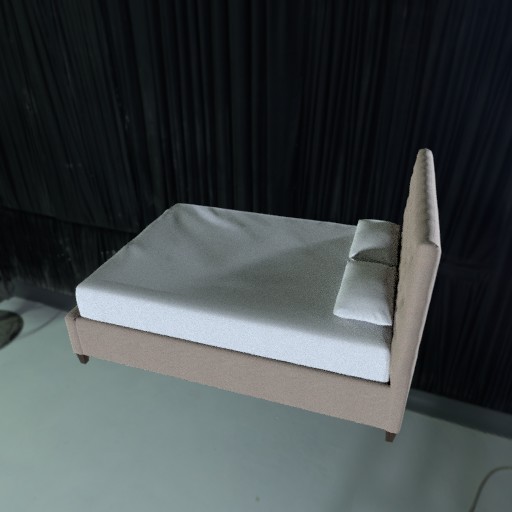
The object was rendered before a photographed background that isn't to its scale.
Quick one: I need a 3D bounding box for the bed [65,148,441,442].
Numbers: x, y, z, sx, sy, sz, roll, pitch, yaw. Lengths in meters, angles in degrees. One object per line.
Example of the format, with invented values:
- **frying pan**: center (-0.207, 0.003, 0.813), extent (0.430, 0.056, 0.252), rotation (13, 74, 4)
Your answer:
- **bed**: center (0.000, 0.000, 3.430), extent (2.387, 1.427, 1.698), rotation (9, 31, 15)
